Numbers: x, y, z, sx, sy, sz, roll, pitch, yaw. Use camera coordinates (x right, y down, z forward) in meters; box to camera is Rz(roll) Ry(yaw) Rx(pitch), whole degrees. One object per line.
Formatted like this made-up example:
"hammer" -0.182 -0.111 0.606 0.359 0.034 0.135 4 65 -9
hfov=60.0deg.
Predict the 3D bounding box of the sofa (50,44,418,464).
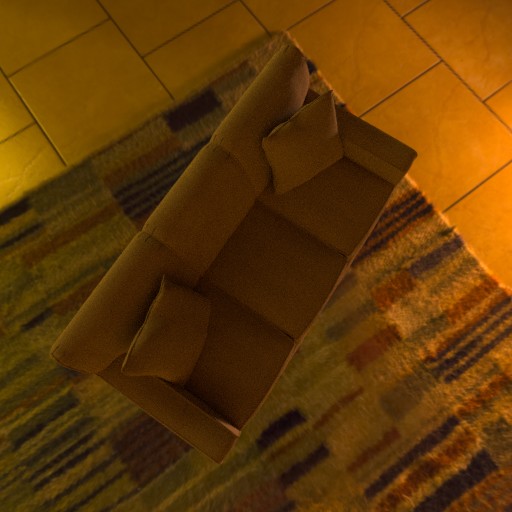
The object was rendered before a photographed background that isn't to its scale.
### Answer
"sofa" 0.000 0.000 2.566 0.997 0.958 2.024 33 78 8
